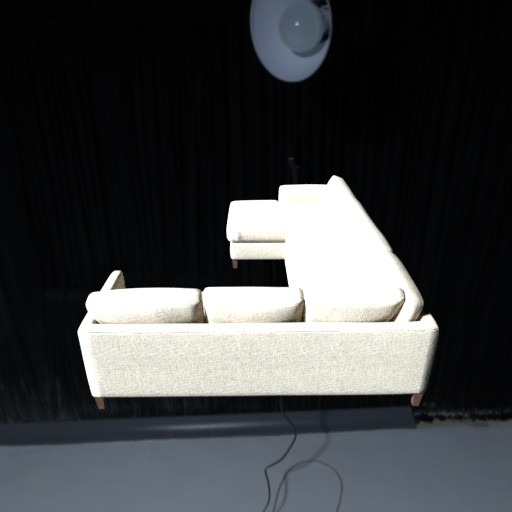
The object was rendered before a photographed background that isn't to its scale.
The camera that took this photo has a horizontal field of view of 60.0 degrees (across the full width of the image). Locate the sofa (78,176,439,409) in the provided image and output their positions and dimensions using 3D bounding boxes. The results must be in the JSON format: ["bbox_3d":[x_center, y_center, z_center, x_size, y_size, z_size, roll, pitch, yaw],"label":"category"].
[{"bbox_3d":[0.000,0.000,4.740,2.593,0.959,3.460,0,26,-1],"label":"sofa"}]
